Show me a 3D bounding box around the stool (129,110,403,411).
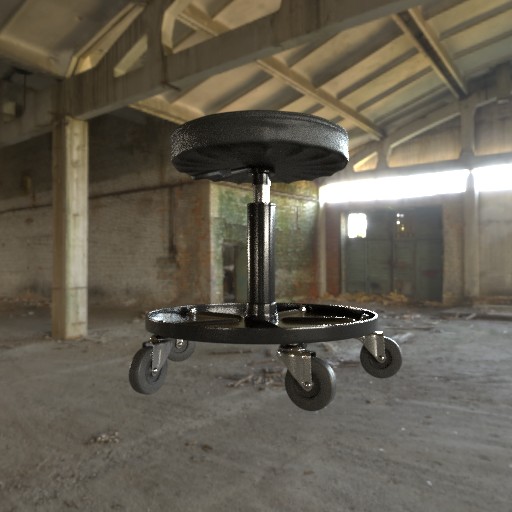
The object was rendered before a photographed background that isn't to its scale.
[{"bbox_3d":[0.000,0.000,0.681,0.381,0.365,0.382,-1,-1,36],"label":"stool"}]
